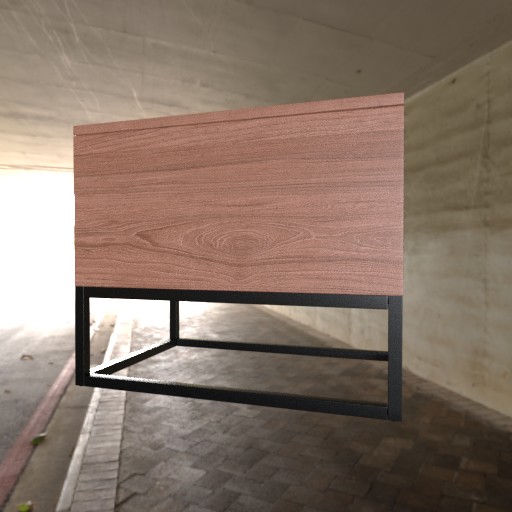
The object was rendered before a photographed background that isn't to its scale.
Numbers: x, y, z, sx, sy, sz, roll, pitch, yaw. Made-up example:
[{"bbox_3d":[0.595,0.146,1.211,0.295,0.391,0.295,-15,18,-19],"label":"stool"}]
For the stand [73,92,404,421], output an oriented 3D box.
[{"bbox_3d":[0.000,0.000,0.959,0.600,0.500,0.420,0,1,18],"label":"stand"}]
